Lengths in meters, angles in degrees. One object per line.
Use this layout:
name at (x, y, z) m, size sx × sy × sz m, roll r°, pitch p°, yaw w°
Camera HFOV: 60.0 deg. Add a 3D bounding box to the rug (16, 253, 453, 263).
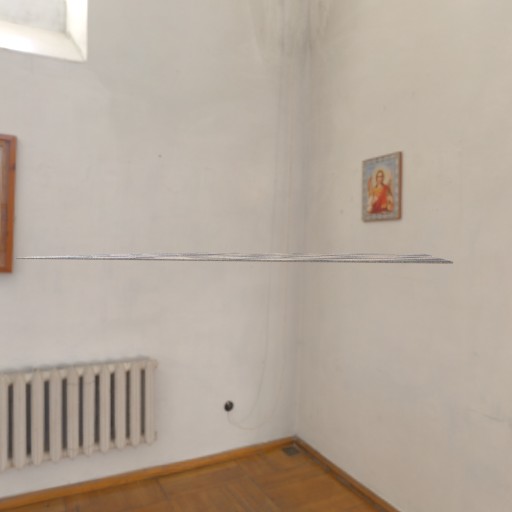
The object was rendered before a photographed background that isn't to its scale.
rug at (0.000, 0.000, 4.069) m, size 3.072 × 0.011 × 2.451 m, roll 0°, pitch 1°, yaw 18°
